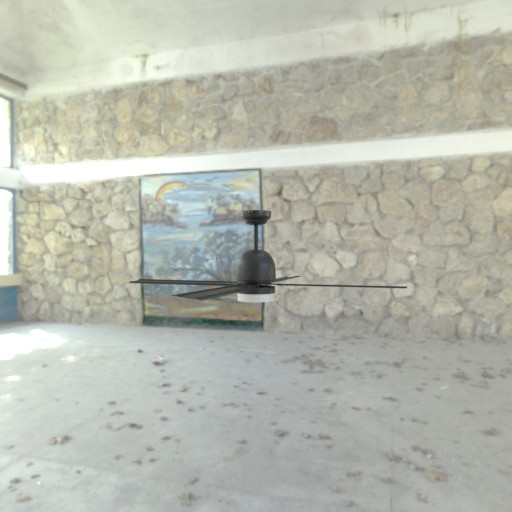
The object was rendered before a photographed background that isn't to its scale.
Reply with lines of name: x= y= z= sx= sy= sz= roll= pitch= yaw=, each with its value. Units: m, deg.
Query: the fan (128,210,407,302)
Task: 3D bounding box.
fan: x=0.000 y=0.000 z=2.041 sx=1.319 sy=0.410 sz=1.319 roll=0 pitch=0 yaw=18
